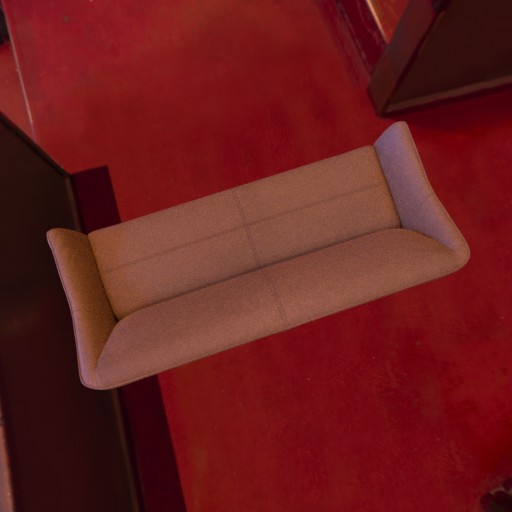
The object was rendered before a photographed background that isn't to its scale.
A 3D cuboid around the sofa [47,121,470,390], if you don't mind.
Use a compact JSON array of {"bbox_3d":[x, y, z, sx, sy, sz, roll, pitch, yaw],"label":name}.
[{"bbox_3d":[0.000,0.000,2.363,1.928,0.830,0.869,-18,78,-4],"label":"sofa"}]
